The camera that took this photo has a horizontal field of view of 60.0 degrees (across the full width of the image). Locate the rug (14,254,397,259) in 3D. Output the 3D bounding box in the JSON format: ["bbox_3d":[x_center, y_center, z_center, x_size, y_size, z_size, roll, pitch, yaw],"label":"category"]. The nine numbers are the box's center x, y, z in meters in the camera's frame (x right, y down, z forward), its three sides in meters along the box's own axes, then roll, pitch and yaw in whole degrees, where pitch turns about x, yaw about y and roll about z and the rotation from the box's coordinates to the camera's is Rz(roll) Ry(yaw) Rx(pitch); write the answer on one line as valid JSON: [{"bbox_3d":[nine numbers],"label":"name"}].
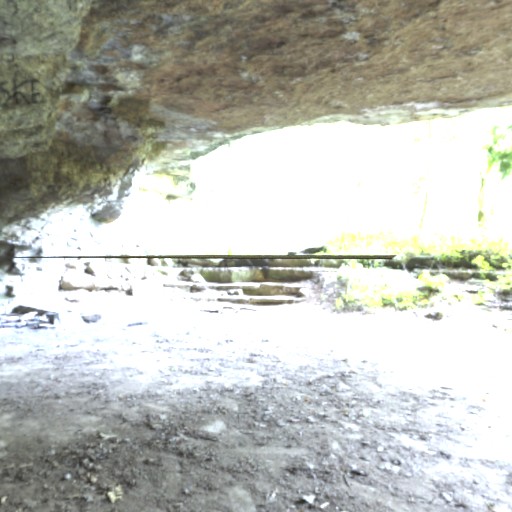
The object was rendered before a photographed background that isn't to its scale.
[{"bbox_3d":[0.000,0.000,4.058,2.444,0.012,3.048,0,0,18],"label":"rug"}]
